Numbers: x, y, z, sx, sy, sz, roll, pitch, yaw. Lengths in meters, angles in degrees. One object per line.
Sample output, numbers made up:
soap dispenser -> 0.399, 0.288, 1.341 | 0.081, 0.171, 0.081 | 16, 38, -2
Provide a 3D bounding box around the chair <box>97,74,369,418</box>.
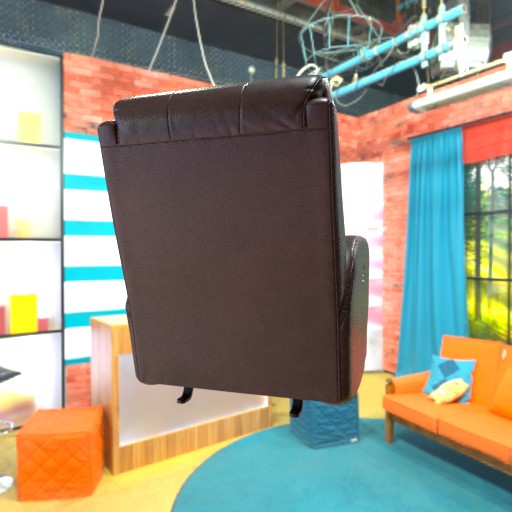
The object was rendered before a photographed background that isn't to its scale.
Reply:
chair -> 0.000, 0.000, 1.676 | 0.787, 1.016, 0.939 | 0, 1, 18
